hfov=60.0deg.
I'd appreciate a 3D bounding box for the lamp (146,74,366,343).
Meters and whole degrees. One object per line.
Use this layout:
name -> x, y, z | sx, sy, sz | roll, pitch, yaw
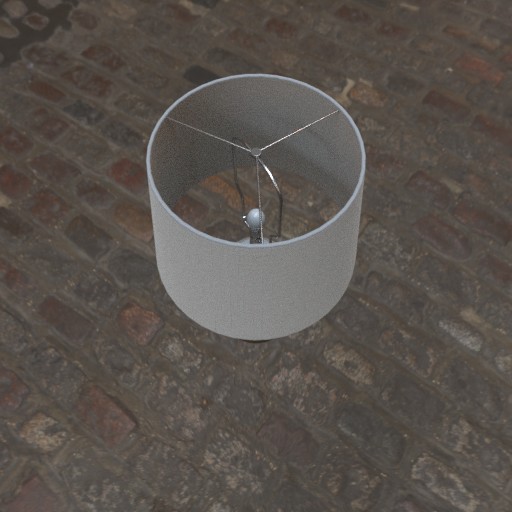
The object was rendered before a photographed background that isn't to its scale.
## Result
lamp -> 0.000, 0.000, 0.674 | 0.285, 0.483, 0.285 | 0, 63, 0
